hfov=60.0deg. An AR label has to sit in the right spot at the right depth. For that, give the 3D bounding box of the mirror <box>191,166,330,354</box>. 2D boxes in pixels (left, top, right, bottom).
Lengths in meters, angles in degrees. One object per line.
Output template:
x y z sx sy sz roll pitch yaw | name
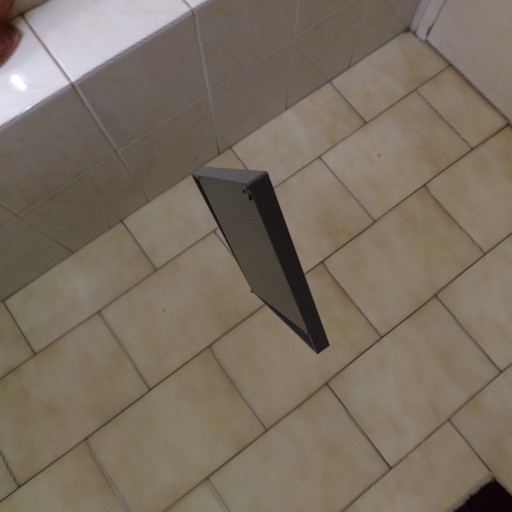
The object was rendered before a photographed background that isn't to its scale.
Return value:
0.000 0.000 0.827 0.032 0.679 0.419 -33 78 -8 | mirror
